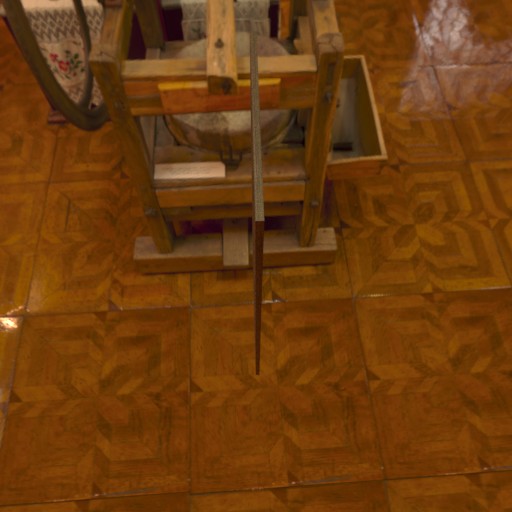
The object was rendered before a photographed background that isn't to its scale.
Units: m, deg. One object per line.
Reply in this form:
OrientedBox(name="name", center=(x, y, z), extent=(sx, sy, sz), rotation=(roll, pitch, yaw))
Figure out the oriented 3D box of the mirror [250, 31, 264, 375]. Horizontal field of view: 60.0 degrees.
OrientedBox(name="mirror", center=(0.000, 0.000, 2.345), extent=(0.025, 2.032, 0.812), rotation=(-1, 63, -1))
